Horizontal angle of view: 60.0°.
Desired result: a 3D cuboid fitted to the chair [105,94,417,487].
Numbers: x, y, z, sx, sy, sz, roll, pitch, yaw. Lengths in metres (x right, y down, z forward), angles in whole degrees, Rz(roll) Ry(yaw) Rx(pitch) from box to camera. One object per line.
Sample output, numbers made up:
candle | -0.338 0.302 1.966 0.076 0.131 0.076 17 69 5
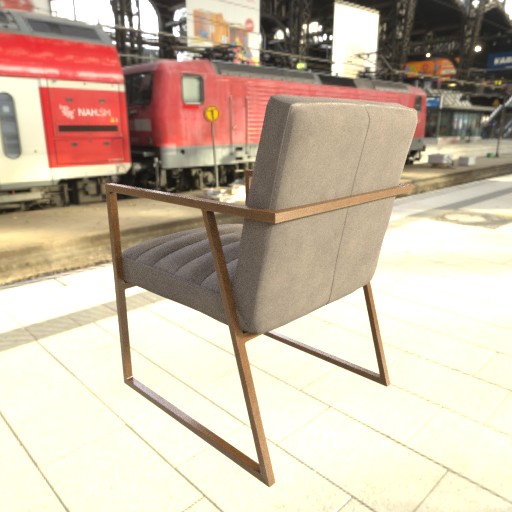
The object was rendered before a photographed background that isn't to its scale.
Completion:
chair | 0.000 0.000 1.291 0.682 0.843 0.578 15 22 41
